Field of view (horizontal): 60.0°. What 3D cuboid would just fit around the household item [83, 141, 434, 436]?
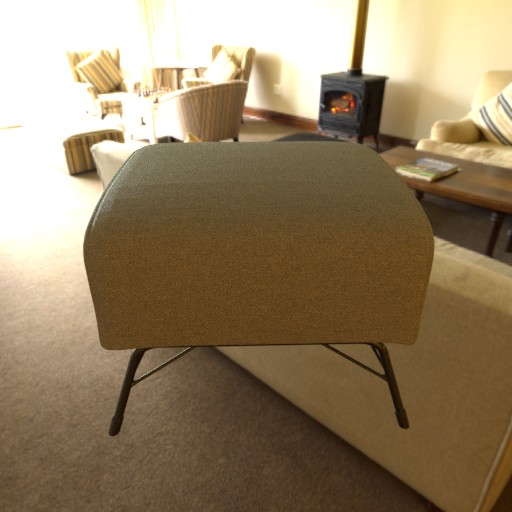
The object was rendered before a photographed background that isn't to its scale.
[{"bbox_3d":[0.000,0.000,0.904,0.530,0.410,0.530,-1,29,-1],"label":"household item"}]
